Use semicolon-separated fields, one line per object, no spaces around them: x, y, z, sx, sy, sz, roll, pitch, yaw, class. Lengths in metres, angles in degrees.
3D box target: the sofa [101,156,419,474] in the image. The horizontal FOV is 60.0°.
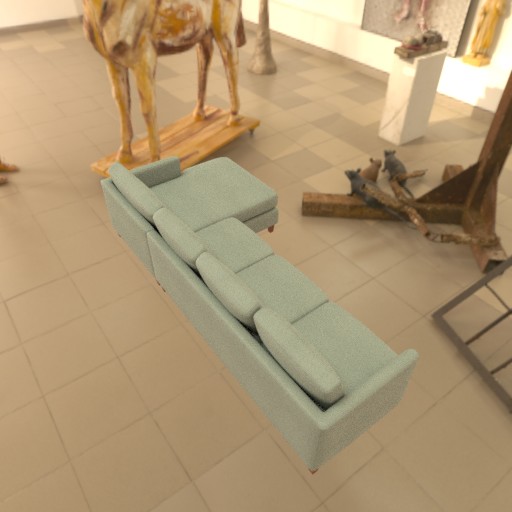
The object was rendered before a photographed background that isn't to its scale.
0.000;0.000;4.171;1.604;0.950;3.471;-26;48;-26;sofa
